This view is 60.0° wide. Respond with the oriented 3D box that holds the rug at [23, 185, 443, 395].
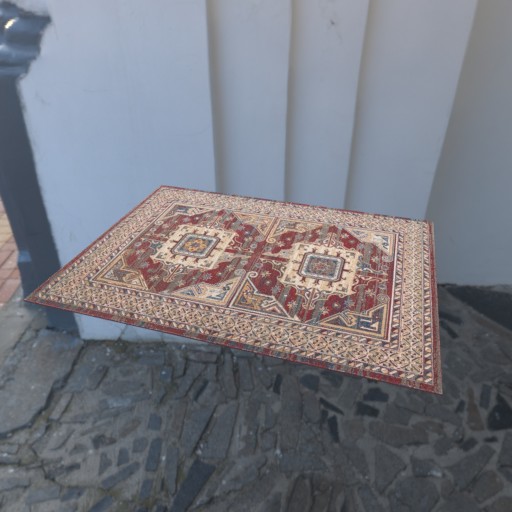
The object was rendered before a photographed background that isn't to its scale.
[{"bbox_3d":[0.000,0.000,4.138,3.197,0.013,2.381,10,34,14],"label":"rug"}]
